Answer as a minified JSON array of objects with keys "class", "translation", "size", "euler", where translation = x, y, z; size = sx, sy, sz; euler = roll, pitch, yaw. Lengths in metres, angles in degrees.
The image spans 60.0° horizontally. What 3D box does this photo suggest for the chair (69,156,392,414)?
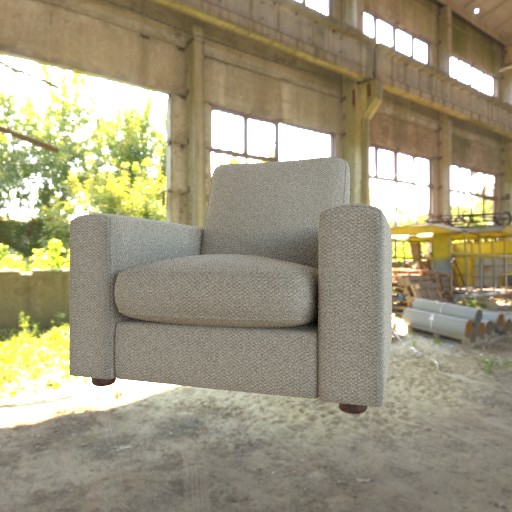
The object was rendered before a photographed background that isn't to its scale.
[{"class":"chair","translation":[0.000,0.000,1.746],"size":[1.005,0.873,1.016],"euler":[0,0,18]}]
